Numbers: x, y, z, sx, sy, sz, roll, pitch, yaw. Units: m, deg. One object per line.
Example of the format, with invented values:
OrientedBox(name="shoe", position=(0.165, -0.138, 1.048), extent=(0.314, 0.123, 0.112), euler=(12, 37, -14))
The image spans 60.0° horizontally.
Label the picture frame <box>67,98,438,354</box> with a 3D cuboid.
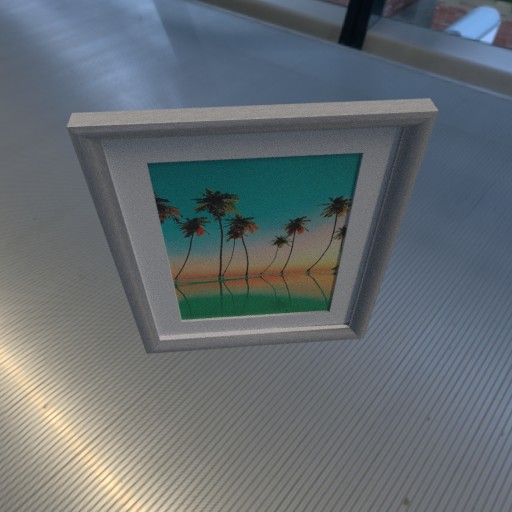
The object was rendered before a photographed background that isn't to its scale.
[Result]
OrientedBox(name="picture frame", position=(0.000, 0.000, 0.535), extent=(0.327, 0.378, 0.027), euler=(-3, 48, -3))
